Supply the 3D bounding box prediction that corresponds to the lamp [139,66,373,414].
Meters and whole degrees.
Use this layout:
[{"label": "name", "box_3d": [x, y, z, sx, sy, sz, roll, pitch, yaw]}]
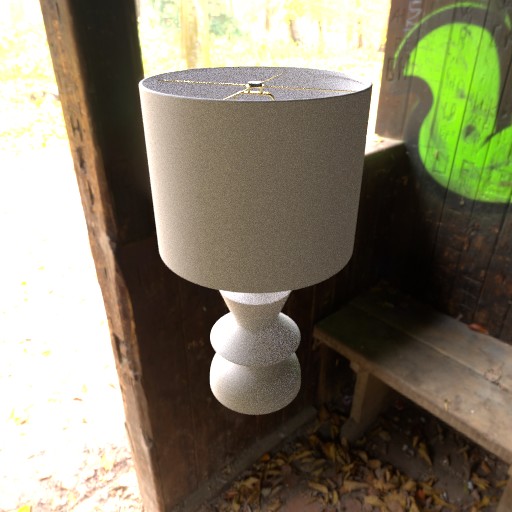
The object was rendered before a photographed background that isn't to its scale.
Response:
[{"label": "lamp", "box_3d": [0.000, 0.000, 0.714, 0.301, 0.533, 0.301, 10, 31, 17]}]
